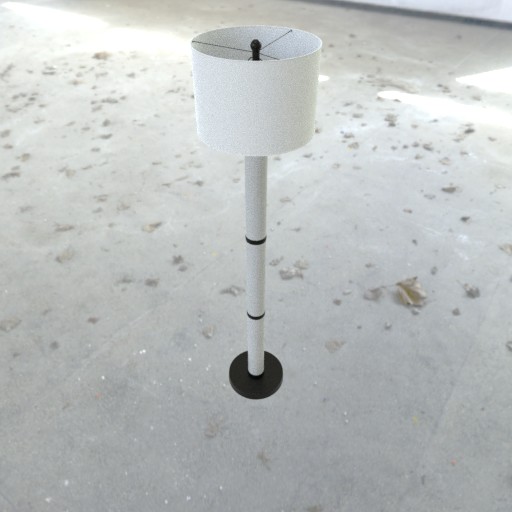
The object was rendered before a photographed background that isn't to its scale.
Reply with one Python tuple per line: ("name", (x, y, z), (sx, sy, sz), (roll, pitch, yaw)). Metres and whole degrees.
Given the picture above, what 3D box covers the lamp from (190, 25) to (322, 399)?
("lamp", (0.000, 0.000, 1.767), (0.377, 1.599, 0.377), (25, 46, 27))
